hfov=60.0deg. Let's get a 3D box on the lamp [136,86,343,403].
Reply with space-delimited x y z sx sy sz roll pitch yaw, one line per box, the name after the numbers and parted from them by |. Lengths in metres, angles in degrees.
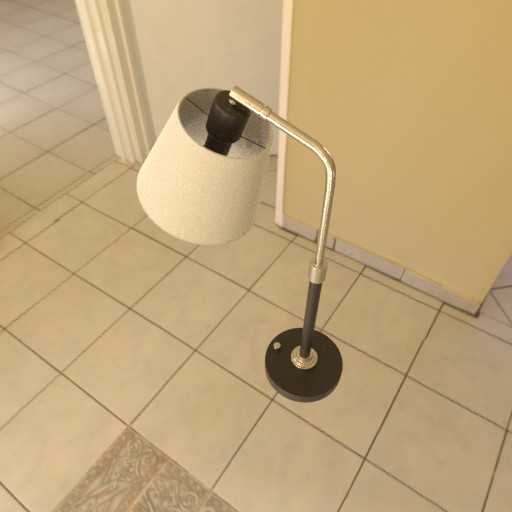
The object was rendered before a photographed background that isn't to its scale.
0.000 0.000 0.690 0.348 0.539 0.181 19 50 17 | lamp
